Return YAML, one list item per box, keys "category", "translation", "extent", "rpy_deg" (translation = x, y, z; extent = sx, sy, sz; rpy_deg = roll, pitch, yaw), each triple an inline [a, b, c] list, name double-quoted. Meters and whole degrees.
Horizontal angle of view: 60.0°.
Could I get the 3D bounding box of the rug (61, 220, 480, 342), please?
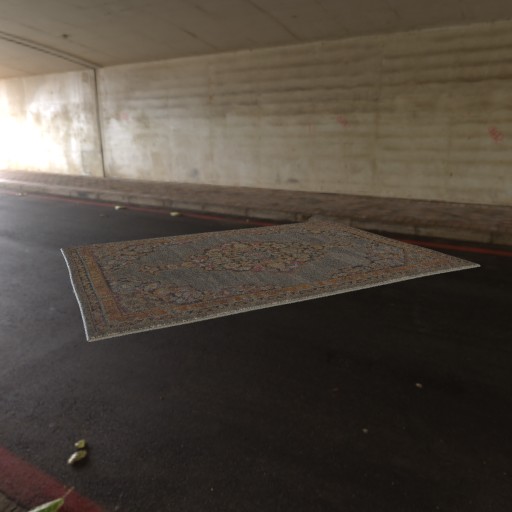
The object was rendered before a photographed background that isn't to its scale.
- category: "rug"
  translation: [0.000, 0.000, 3.708]
  extent: [2.901, 0.026, 2.043]
  rpy_deg: [-8, 17, -26]
